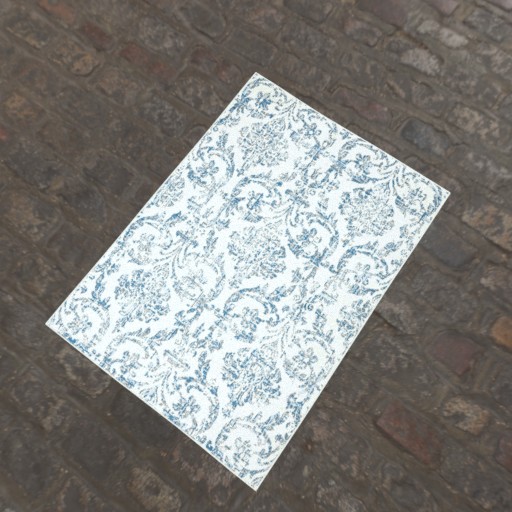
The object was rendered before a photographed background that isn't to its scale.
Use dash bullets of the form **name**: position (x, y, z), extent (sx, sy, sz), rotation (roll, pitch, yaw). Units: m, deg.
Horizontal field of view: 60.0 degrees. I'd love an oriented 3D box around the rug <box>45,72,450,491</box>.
- **rug**: position (0.000, 0.000, 2.809), extent (1.586, 0.014, 2.197), rotation (35, 78, 9)
